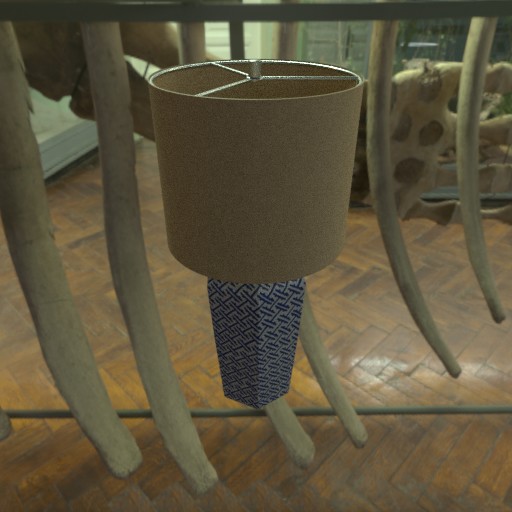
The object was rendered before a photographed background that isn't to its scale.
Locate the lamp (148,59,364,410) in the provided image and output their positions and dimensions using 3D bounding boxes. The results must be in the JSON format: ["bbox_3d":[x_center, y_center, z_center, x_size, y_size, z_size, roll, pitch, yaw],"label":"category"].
[{"bbox_3d":[0.000,0.000,0.836,0.320,0.682,0.320,0,32,0],"label":"lamp"}]
